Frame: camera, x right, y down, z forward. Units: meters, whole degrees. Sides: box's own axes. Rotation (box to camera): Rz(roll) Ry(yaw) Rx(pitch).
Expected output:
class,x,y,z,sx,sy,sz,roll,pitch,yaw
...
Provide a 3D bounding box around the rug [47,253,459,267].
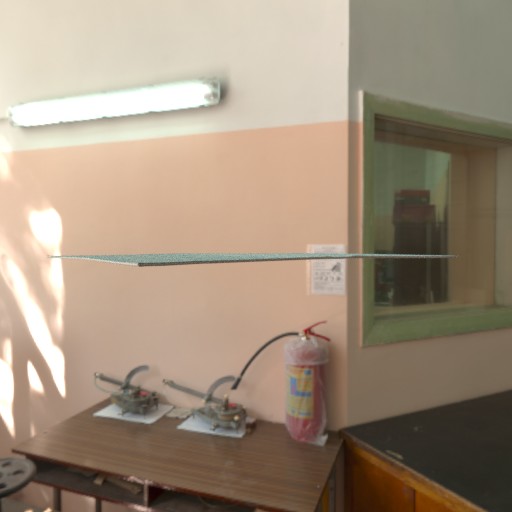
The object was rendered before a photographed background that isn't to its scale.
class,x,y,z,sx,sy,sz,roll,pitch,yaw
rug,0.000,0.000,2.999,2.305,0.029,1.593,-1,1,-36
